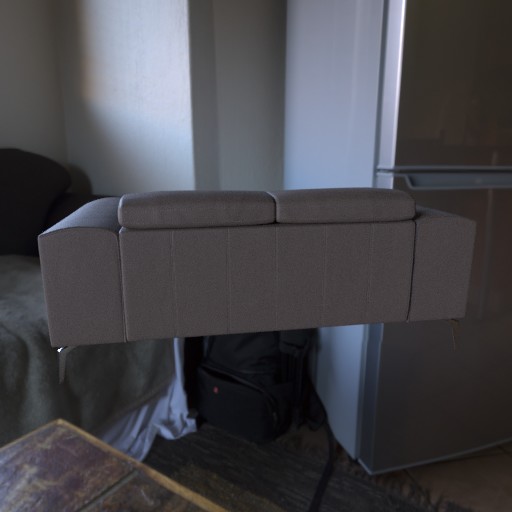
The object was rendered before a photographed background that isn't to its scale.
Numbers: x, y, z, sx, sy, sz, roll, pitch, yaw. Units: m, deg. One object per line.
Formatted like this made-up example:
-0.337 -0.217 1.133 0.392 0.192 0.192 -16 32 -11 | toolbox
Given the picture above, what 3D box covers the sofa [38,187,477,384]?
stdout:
0.000 0.000 2.366 1.895 0.779 1.003 -2 14 -10 | sofa
